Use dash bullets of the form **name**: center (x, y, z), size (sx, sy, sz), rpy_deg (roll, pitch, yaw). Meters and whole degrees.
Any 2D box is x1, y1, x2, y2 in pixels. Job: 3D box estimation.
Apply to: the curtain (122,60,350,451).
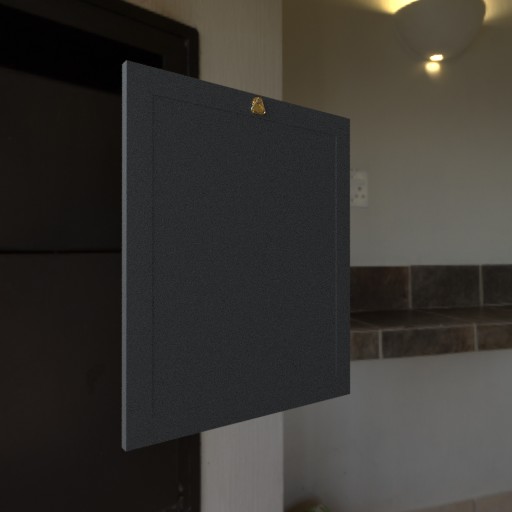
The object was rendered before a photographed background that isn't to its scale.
- **curtain**: center (0.000, 0.000, 0.806), size (0.483, 0.585, 0.027), rpy_deg (0, 0, -35)
